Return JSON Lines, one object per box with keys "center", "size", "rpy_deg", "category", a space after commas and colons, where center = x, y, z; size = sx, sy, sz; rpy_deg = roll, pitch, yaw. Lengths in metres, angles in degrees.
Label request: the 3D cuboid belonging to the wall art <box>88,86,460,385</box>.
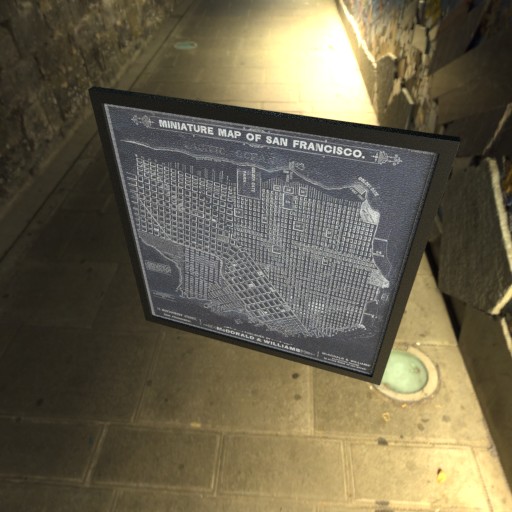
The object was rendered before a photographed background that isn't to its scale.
{"center": [0.000, 0.000, 1.193], "size": [0.807, 0.807, 0.022], "rpy_deg": [13, 43, 14], "category": "wall art"}
